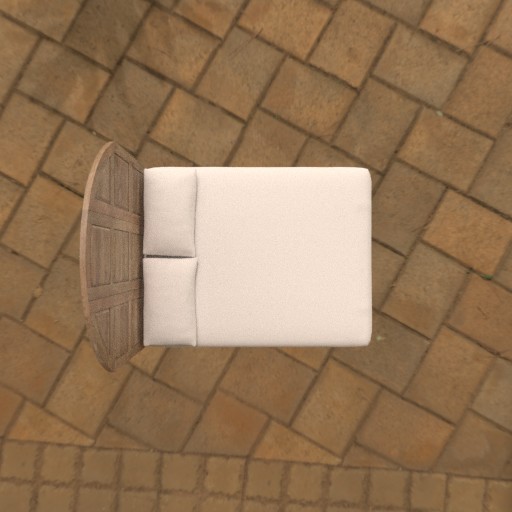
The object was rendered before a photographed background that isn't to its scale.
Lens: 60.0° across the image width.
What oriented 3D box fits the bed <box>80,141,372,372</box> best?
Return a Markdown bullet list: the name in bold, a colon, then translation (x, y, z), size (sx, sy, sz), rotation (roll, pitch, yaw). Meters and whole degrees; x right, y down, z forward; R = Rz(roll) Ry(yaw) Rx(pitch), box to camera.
- **bed**: translation (0.000, 0.000, 3.573), size (2.112, 2.002, 1.713), rotation (0, 90, 0)
